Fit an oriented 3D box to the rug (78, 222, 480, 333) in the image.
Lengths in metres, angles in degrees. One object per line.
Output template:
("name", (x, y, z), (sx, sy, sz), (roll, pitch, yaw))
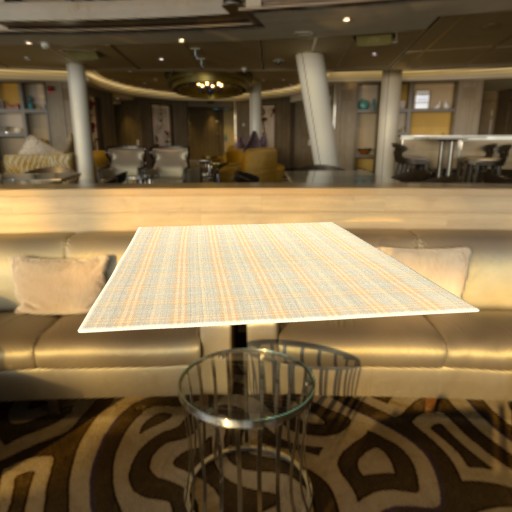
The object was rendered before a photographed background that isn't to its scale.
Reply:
("rug", (0.000, 0.000, 4.111), (2.462, 0.030, 3.066), (-2, 15, -8))
